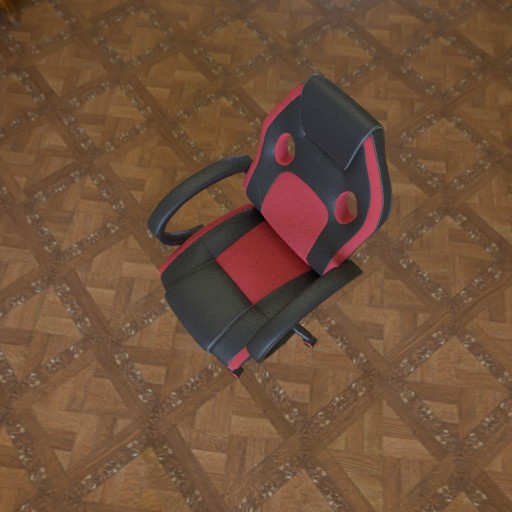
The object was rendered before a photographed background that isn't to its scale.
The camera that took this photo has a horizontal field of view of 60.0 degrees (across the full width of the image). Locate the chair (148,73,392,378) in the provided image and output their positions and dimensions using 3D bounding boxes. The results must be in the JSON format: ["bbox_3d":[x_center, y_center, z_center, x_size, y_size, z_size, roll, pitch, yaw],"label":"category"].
[{"bbox_3d":[0.000,0.000,1.681,0.724,1.187,0.673,-36,70,-16],"label":"chair"}]
